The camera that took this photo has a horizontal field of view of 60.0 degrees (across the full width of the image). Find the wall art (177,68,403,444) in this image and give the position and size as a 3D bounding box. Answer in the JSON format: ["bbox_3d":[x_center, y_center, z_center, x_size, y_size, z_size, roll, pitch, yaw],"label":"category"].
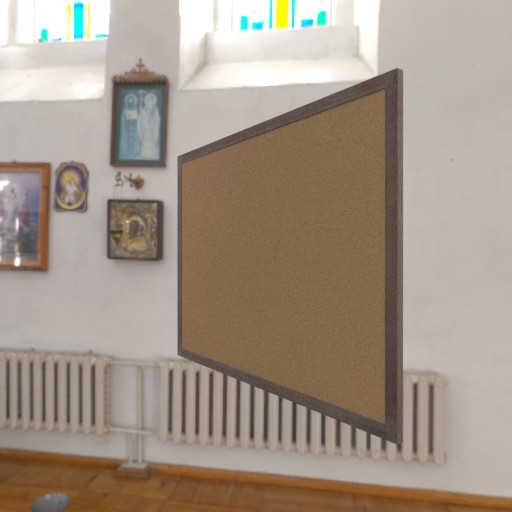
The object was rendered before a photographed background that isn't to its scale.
[{"bbox_3d":[0.000,0.000,1.325,0.019,0.774,1.012,0,0,-36],"label":"wall art"}]
